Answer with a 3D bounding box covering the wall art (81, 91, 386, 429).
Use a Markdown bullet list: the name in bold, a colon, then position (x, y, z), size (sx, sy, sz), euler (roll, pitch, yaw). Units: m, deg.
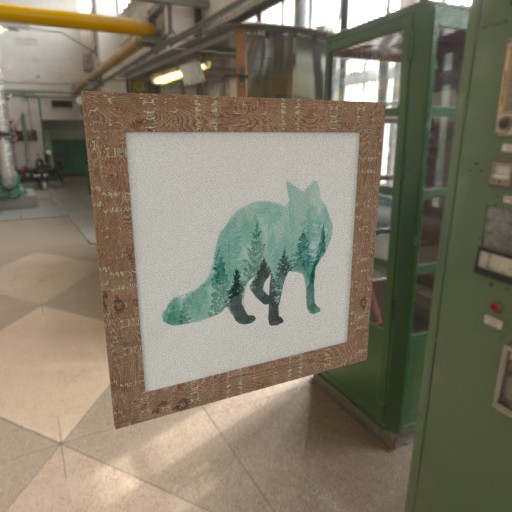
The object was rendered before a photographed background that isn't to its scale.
- **wall art**: position (0.000, 0.000, 0.571), size (0.384, 0.384, 0.012), euler (-8, 17, -25)
